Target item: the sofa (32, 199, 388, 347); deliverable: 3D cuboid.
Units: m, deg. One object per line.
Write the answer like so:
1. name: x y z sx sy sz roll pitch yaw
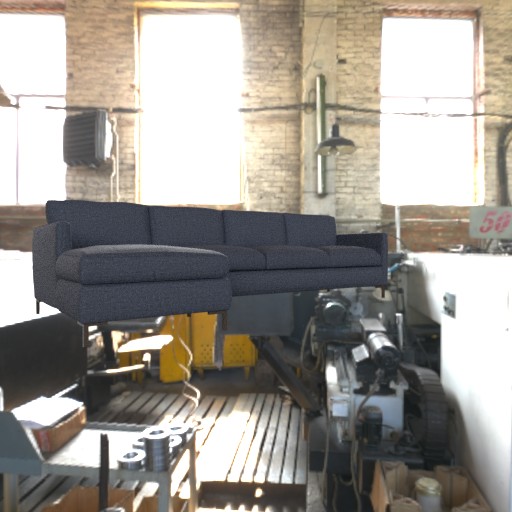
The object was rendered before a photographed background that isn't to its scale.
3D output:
1. sofa: 0.000 0.000 2.826 2.445 0.673 1.125 -1 1 -36
